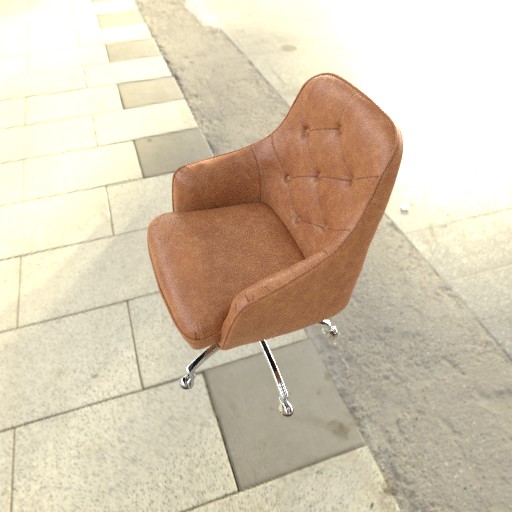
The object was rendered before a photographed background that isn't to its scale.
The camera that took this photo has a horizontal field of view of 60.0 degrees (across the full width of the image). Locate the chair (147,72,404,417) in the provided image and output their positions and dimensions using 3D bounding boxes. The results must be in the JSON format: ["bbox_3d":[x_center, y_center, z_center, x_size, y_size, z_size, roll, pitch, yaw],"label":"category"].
[{"bbox_3d":[0.000,0.000,1.327,0.615,0.909,0.628,-15,47,-15],"label":"chair"}]
